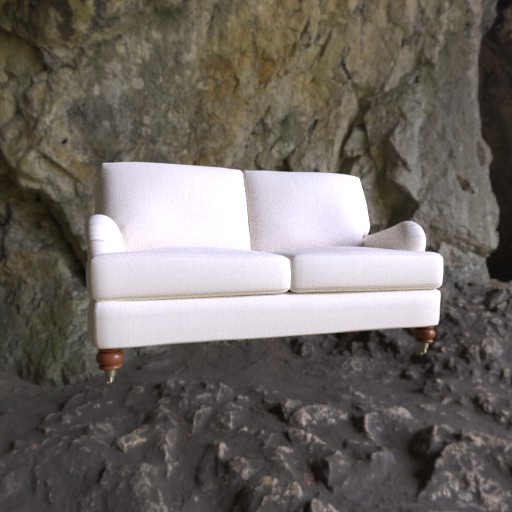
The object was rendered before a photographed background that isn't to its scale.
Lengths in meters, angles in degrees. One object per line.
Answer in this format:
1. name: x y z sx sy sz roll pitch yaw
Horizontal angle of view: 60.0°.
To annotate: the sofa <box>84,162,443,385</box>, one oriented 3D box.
1. sofa: 0.000 0.000 2.581 1.853 1.101 1.084 0 1 -19
